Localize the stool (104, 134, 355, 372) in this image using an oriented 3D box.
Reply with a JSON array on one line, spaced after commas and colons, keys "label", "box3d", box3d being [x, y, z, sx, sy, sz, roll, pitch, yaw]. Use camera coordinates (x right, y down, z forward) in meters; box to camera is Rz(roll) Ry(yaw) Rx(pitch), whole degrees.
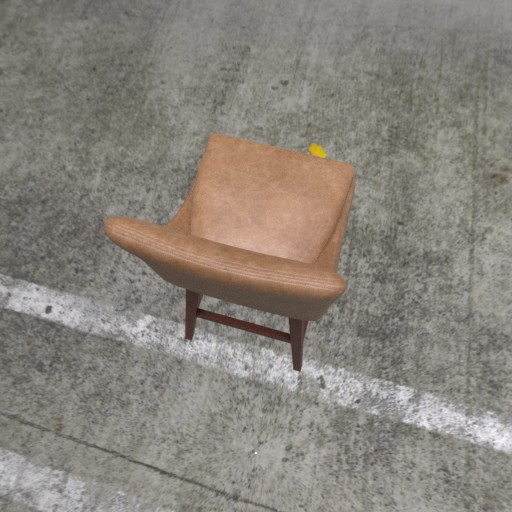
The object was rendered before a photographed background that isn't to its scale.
[{"label": "stool", "box3d": [0.000, 0.000, 1.382, 0.487, 1.079, 0.572, 15, 67, 6]}]
